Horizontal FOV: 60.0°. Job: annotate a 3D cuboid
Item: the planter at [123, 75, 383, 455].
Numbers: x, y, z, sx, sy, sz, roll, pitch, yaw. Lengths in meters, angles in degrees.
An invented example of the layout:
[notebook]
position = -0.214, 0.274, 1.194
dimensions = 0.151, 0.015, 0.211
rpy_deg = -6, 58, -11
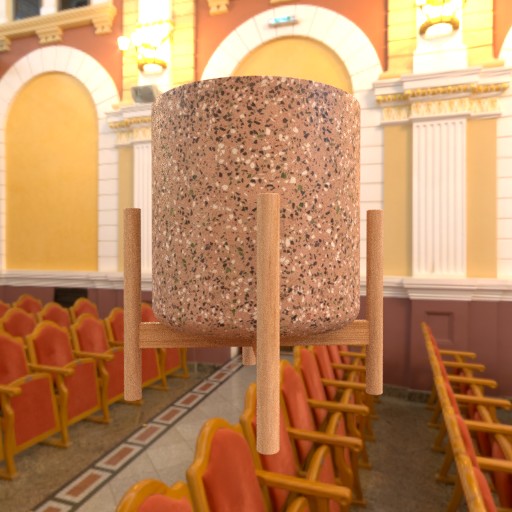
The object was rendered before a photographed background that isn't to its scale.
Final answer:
[planter]
position = 0.000, 0.000, 0.663
dimensions = 0.360, 0.419, 0.360
rpy_deg = 0, 1, 18
